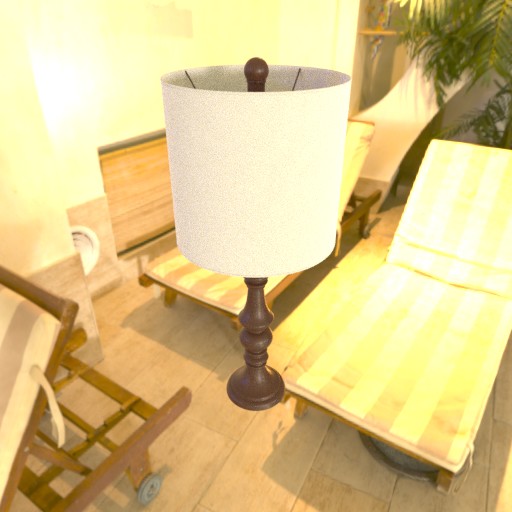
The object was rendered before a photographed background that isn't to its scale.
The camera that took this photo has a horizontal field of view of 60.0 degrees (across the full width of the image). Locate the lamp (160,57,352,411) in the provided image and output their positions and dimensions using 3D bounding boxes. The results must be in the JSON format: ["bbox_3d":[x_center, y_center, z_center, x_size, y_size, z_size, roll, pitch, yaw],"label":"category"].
[{"bbox_3d":[0.000,0.000,0.726,0.250,0.597,0.250,18,34,28],"label":"lamp"}]
